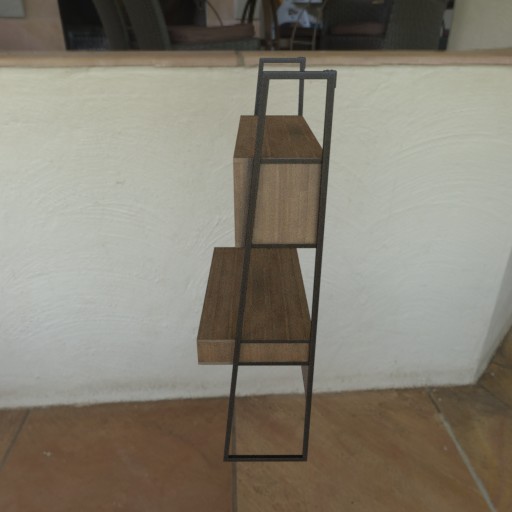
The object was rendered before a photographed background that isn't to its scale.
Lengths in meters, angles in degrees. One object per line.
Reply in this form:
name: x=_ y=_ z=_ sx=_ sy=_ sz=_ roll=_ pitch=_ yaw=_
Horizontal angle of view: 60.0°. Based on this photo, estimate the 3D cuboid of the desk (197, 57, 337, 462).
desk: x=0.000 y=0.000 z=2.251 sx=0.515 sy=1.809 sz=0.982 roll=0 pitch=26 yaw=0
